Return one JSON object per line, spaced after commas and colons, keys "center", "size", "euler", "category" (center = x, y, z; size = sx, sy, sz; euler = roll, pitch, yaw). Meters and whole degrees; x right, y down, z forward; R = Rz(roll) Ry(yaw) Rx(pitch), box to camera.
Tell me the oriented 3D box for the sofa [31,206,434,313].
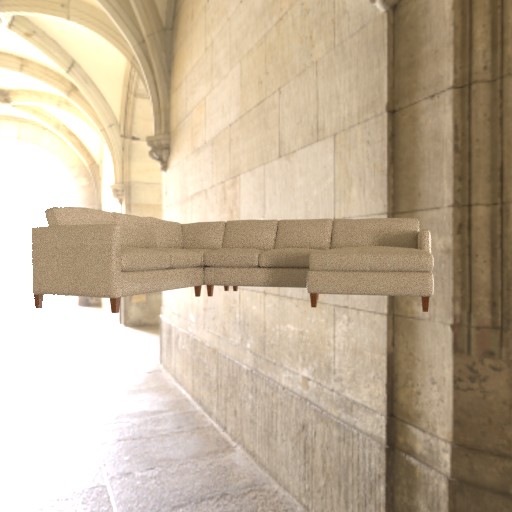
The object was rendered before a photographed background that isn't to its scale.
{"center": [0.000, 0.000, 4.625], "size": [3.460, 0.961, 2.594], "euler": [0, 0, 19], "category": "sofa"}
